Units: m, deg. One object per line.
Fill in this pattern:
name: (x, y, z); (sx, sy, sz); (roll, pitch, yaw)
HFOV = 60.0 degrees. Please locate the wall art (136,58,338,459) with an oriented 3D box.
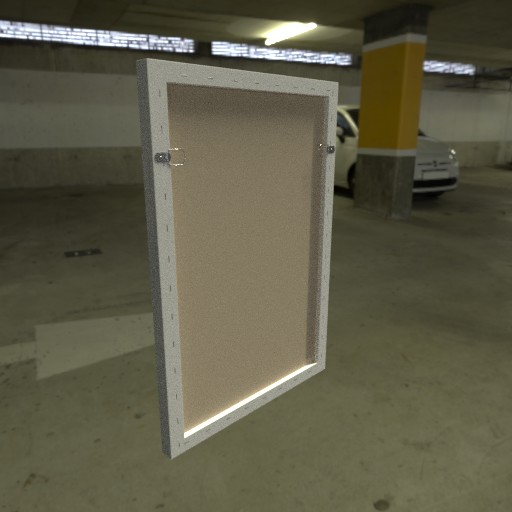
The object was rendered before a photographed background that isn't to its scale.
wall art: (0.000, 0.000, 1.193); (0.624, 0.914, 0.043); (-15, 21, -42)
